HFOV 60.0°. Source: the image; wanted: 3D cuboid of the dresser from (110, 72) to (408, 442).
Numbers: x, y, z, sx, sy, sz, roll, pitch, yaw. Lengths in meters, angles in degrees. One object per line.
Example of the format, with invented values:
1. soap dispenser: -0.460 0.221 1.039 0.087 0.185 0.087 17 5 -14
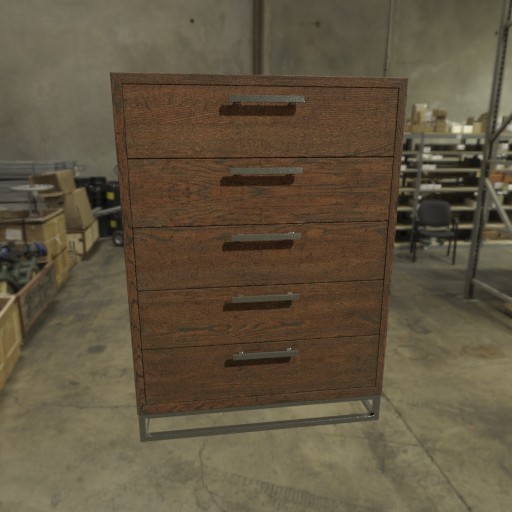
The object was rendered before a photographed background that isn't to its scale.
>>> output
1. dresser: 0.000 0.000 1.806 0.965 1.321 0.508 -2 15 -8
